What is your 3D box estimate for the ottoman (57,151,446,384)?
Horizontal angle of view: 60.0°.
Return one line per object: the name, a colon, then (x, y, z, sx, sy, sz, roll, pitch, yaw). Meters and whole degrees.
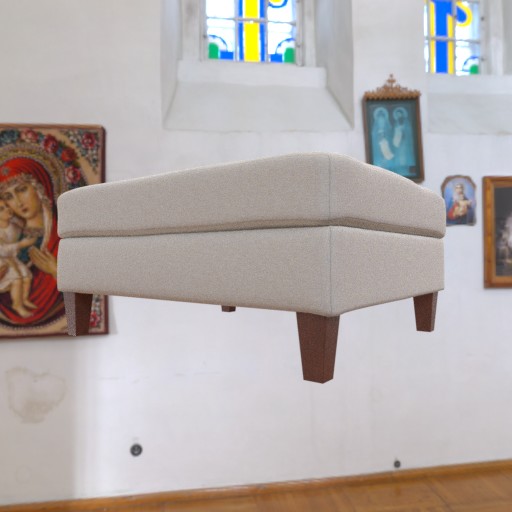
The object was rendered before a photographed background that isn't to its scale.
ottoman: (0.000, 0.000, 1.426, 0.976, 0.492, 0.836, 0, 0, 37)
